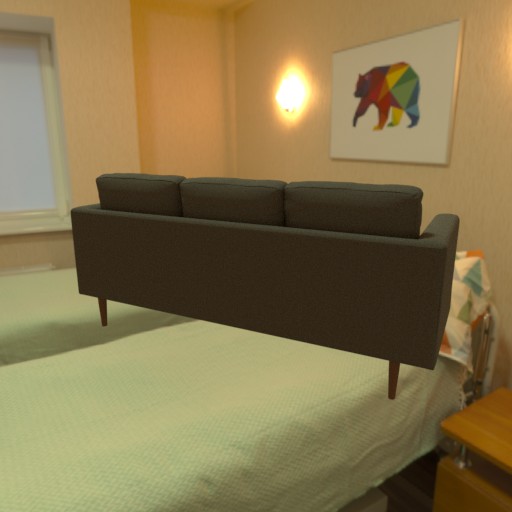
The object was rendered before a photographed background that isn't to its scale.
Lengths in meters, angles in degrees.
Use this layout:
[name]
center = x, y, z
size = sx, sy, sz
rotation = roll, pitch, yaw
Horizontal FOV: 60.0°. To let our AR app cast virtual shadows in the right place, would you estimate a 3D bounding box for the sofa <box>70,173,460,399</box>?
[sofa]
center = 0.000, 0.000, 2.507
size = 2.029, 0.912, 0.802
rotation = 7, 16, 26
